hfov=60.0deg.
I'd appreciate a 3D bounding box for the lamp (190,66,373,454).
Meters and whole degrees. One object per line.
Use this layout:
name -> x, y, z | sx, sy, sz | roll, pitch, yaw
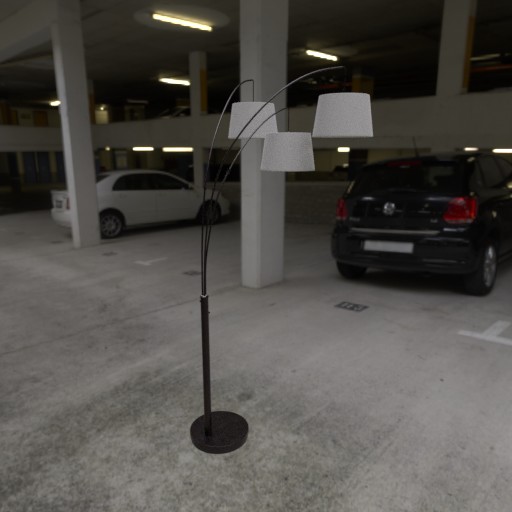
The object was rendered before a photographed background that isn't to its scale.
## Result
lamp -> 0.000, 0.000, 2.455 | 0.924, 1.950, 0.951 | -13, 19, -43
